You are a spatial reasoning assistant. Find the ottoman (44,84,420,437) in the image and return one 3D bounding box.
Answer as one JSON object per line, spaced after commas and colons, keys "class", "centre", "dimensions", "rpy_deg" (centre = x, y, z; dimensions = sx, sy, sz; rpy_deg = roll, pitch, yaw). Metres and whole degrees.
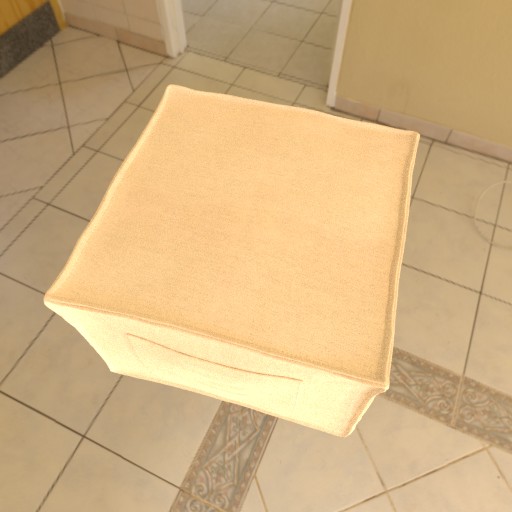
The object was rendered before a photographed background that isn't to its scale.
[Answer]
{"class": "ottoman", "centre": [0.000, 0.000, 1.160], "dimensions": [0.707, 0.470, 0.696], "rpy_deg": [13, 59, 8]}
